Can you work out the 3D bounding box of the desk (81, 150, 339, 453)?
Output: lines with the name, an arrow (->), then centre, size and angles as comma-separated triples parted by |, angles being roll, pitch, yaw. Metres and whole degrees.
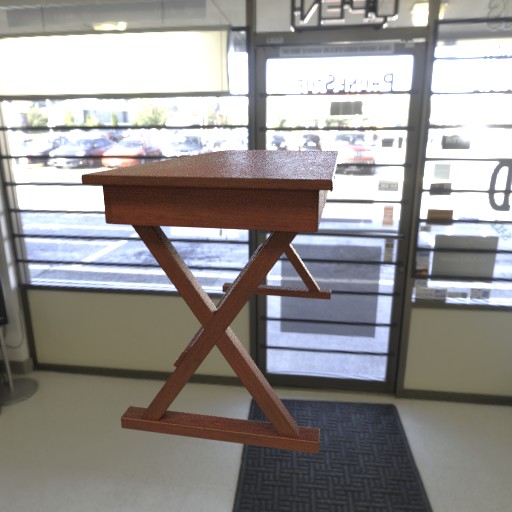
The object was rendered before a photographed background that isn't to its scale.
desk -> 0.000, 0.000, 1.766 | 0.600, 0.761, 1.372 | 3, 16, 10
